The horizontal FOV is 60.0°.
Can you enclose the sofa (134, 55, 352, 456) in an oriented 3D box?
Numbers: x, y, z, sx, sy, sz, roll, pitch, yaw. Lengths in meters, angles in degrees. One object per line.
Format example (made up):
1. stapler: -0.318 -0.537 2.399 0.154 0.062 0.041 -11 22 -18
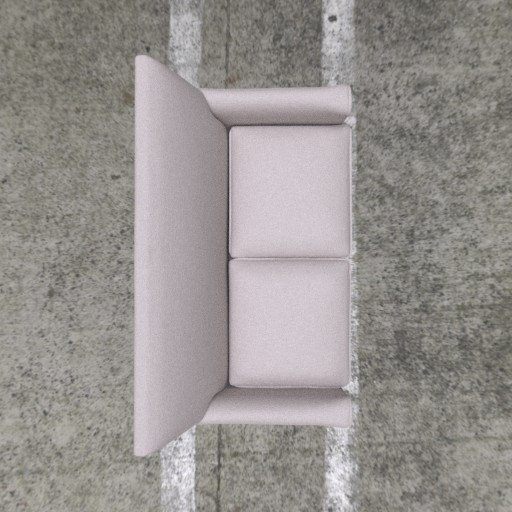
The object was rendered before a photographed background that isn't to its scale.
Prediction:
1. sofa: 0.000 0.000 2.056 0.888 0.890 1.482 0 89 1
